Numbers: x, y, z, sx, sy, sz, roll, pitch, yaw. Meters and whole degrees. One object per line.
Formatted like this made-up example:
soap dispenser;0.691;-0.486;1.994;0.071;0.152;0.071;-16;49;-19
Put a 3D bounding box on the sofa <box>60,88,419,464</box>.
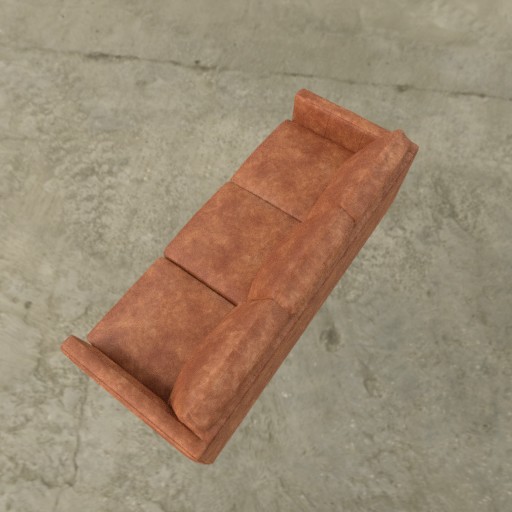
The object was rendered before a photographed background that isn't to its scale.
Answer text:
sofa;0.000;0.000;3.017;1.045;1.006;2.464;33;67;15
